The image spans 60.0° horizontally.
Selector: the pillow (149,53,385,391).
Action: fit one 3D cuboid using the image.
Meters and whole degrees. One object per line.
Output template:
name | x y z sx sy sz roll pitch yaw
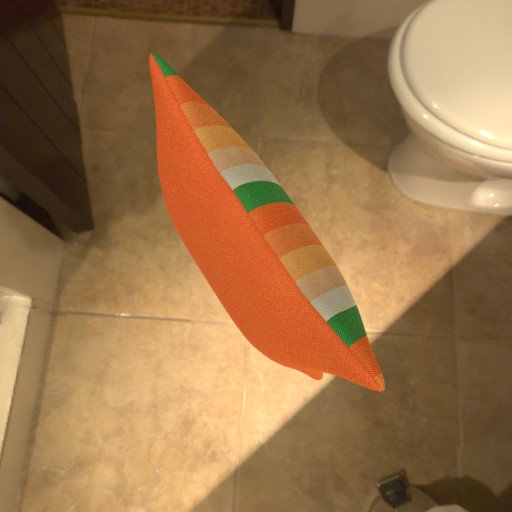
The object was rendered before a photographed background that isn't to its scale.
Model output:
pillow | 0.000 0.000 0.687 0.169 0.444 0.453 -32 78 -8
